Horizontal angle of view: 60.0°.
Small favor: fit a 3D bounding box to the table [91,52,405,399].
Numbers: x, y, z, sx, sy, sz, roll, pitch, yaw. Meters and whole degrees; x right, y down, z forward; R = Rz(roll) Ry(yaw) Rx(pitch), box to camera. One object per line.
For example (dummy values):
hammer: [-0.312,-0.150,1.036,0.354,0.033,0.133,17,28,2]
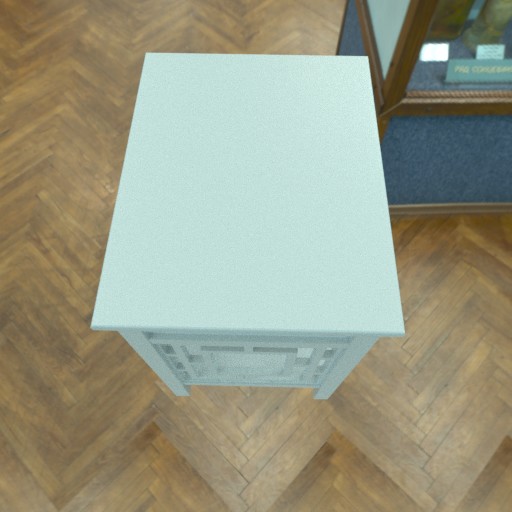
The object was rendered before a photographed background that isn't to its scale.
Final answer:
table: [0.000,0.000,1.030,0.451,0.646,0.564,1,63,1]
